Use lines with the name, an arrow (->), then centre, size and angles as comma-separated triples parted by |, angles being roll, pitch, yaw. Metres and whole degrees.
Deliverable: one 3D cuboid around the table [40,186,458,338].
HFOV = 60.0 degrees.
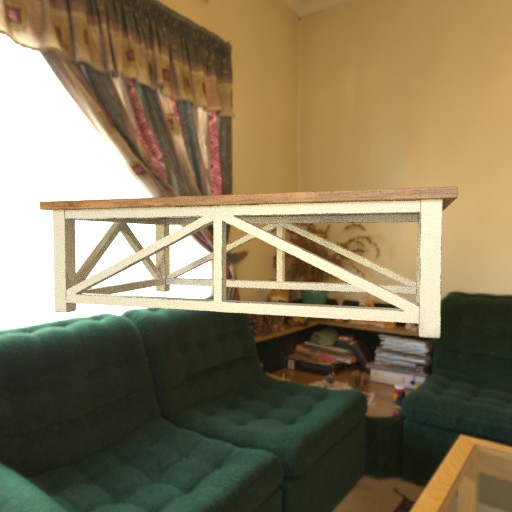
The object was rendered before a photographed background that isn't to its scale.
table -> 0.000, 0.000, 1.776 | 1.400, 0.410, 0.800 | 1, 2, 19
